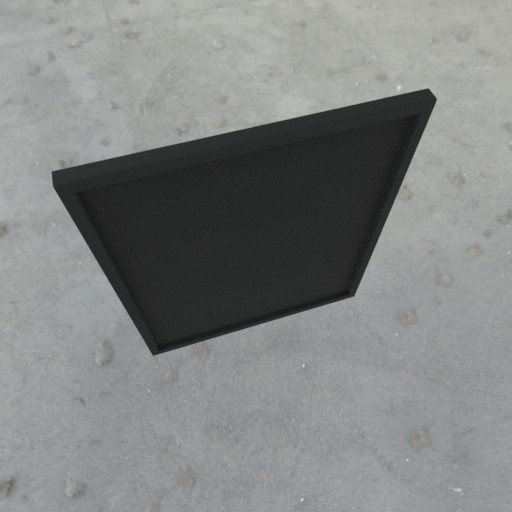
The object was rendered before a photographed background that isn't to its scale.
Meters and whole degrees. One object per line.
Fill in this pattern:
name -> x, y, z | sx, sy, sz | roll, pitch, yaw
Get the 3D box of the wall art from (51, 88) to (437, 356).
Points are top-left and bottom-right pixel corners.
wall art -> 0.000, 0.000, 0.697 | 0.432, 0.508, 0.021 | -15, 59, -9
